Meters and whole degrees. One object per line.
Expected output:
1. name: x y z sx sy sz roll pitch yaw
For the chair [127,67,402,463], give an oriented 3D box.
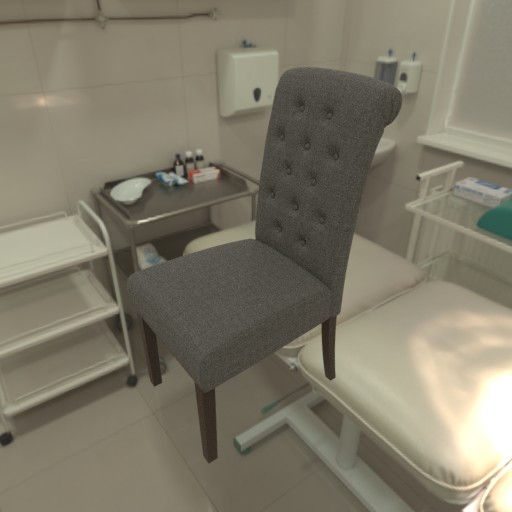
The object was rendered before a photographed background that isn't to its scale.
1. chair: 0.000 0.000 1.350 0.671 1.006 0.456 -21 37 -31
